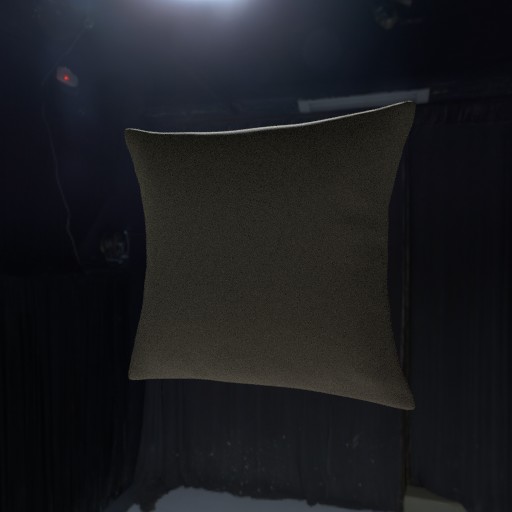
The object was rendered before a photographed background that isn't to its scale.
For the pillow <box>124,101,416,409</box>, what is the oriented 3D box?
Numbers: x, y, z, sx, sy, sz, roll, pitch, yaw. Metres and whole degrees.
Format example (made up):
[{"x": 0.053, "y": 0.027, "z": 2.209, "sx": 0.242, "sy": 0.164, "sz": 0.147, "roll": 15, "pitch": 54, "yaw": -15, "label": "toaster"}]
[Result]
[{"x": 0.000, "y": 0.000, "z": 0.814, "sx": 0.552, "sy": 0.508, "sz": 0.166, "roll": 0, "pitch": 1, "yaw": 18, "label": "pillow"}]
